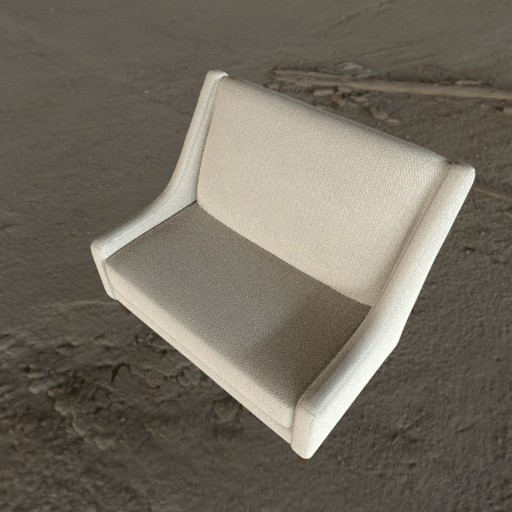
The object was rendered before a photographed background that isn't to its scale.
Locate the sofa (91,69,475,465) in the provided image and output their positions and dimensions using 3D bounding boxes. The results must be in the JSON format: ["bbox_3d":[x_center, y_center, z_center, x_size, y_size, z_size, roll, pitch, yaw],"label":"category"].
[{"bbox_3d":[0.000,0.000,1.867,1.242,1.022,0.870,32,53,28],"label":"sofa"}]
